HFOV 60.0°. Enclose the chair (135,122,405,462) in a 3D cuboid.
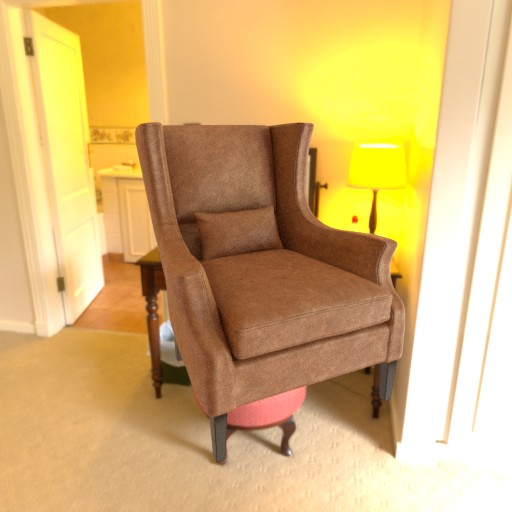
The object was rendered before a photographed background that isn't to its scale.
[{"bbox_3d":[0.000,0.000,1.759,0.853,1.016,0.926,-8,19,-26],"label":"chair"}]
